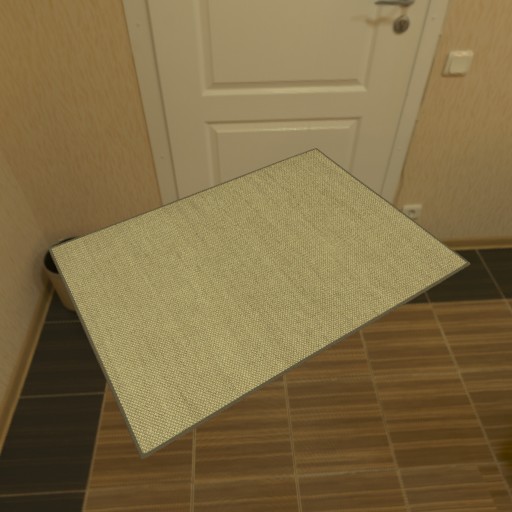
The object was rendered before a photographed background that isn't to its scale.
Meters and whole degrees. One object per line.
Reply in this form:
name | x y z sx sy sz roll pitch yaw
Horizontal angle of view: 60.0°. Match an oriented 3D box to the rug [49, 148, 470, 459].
rug | 0.000 0.000 2.737 2.133 0.012 1.523 -25 51 -22
